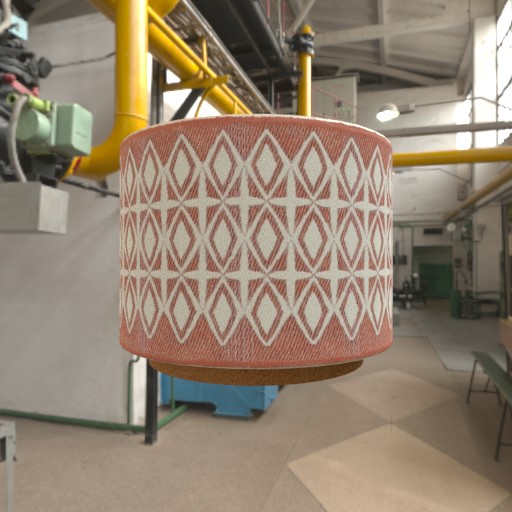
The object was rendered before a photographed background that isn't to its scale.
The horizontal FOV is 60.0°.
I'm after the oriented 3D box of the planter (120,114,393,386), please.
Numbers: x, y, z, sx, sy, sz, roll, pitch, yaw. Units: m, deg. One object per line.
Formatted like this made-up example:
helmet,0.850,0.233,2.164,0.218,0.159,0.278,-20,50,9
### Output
planter,0.000,0.000,0.326,0.192,0.148,0.192,0,0,0
